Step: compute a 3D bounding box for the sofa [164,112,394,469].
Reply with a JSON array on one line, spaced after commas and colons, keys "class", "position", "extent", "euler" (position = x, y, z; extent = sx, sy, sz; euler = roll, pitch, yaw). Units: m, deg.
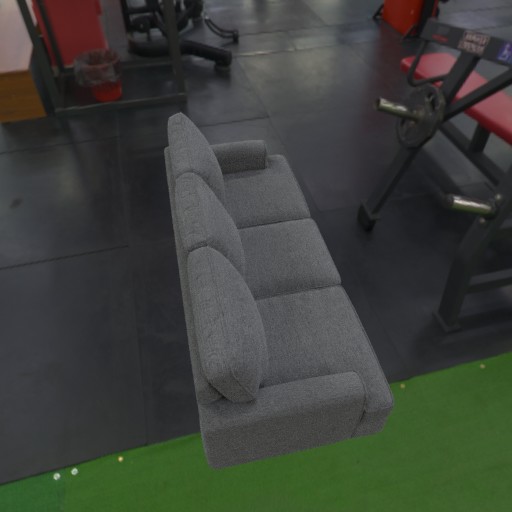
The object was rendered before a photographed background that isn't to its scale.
[{"class": "sofa", "position": [0.000, 0.000, 2.736], "extent": [0.951, 0.965, 2.158], "euler": [-9, 48, -8]}]
